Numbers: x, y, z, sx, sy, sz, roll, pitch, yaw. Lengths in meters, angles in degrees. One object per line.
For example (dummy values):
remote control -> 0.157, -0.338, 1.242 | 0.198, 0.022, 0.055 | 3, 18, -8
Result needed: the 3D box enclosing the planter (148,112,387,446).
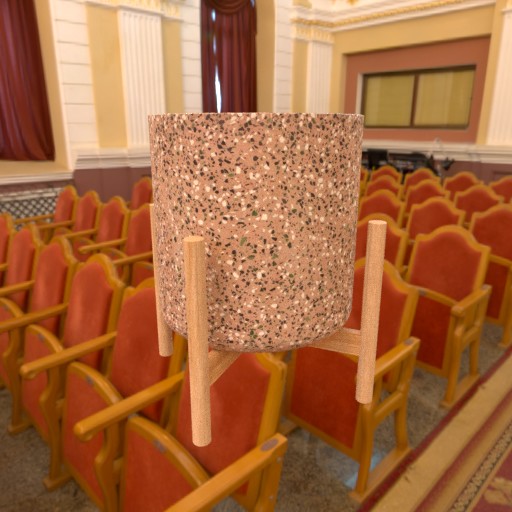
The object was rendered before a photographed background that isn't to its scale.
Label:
planter -> 0.000, 0.000, 0.696 | 0.360, 0.419, 0.360 | -15, 22, -42
